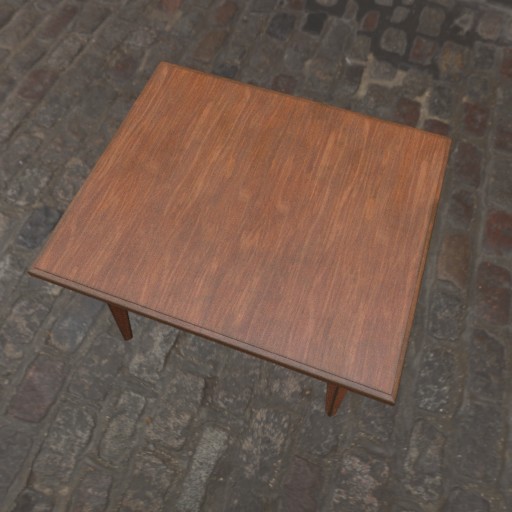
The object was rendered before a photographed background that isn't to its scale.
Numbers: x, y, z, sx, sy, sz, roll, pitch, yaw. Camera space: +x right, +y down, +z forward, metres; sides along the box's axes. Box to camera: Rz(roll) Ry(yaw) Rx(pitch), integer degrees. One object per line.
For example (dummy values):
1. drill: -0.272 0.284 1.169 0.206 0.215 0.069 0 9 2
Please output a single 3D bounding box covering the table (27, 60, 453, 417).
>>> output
1. table: 0.000 0.000 1.608 0.991 0.761 0.838 18 66 8
